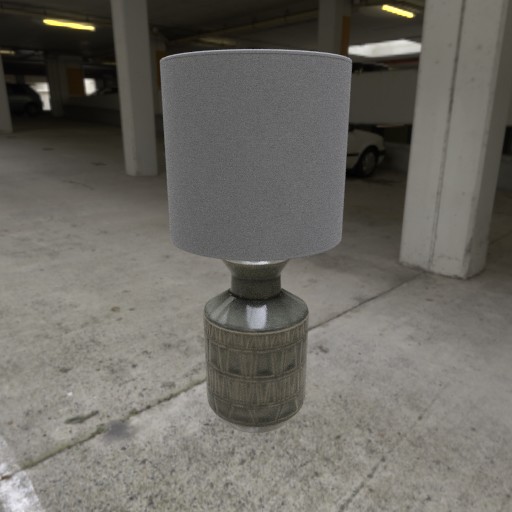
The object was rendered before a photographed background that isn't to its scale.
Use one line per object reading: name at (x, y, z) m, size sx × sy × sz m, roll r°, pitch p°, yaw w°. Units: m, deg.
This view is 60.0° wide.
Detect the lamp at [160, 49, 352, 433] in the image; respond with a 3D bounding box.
lamp at (0.000, 0.000, 0.566) m, size 0.211 × 0.455 × 0.211 m, roll -16°, pitch 24°, yaw -42°
